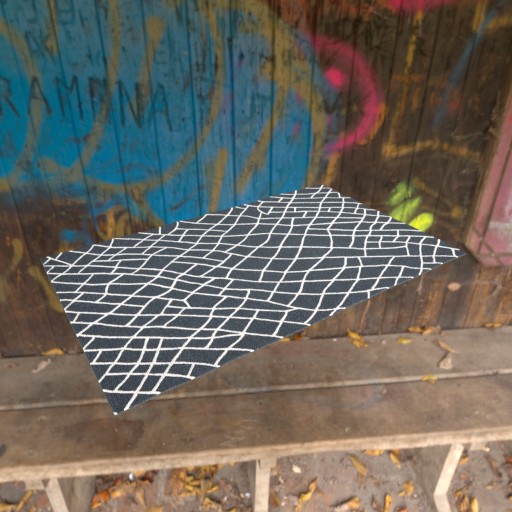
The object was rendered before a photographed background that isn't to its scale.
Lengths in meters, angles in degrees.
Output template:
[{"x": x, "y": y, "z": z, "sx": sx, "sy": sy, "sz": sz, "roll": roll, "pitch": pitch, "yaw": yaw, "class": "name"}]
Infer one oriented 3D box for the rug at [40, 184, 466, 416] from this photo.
[{"x": 0.000, "y": 0.000, "z": 2.993, "sx": 2.448, "sy": 0.017, "sz": 1.529, "roll": -19, "pitch": 35, "yaw": -28, "class": "rug"}]
